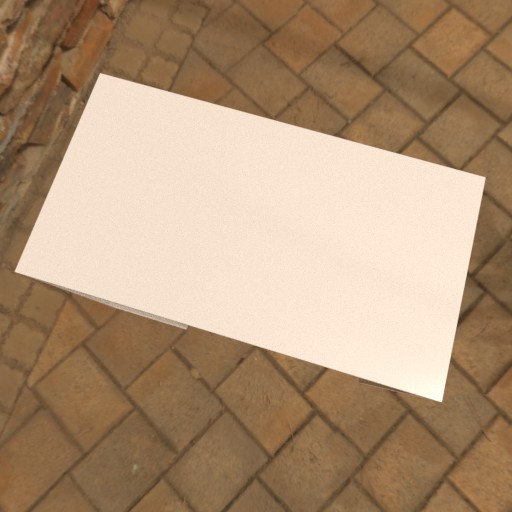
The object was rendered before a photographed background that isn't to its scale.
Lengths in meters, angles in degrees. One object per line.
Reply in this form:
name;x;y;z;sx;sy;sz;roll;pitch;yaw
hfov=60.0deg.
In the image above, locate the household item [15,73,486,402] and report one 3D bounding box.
household item;0.000;0.000;1.516;1.100;0.749;0.597;16;77;4
